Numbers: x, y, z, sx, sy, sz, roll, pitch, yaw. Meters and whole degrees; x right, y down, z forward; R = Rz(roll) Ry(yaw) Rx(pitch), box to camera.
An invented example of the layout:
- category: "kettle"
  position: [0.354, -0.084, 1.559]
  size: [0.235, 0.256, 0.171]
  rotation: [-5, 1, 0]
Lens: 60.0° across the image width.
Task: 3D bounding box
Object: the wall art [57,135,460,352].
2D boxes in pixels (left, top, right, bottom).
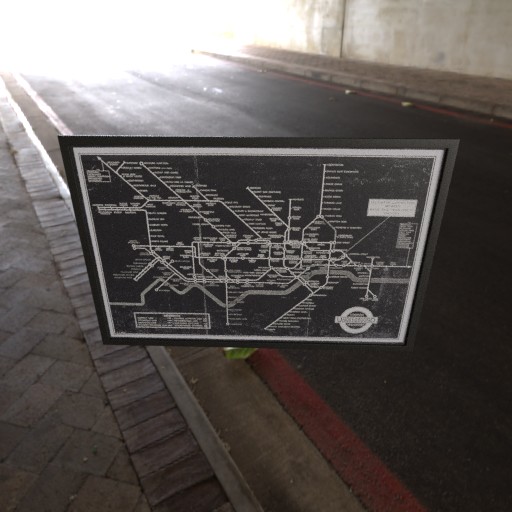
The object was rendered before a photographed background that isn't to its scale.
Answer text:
- category: "wall art"
  position: [0.000, 0.000, 1.515]
  size: [1.192, 0.811, 0.013]
  rotation: [1, 29, 2]
